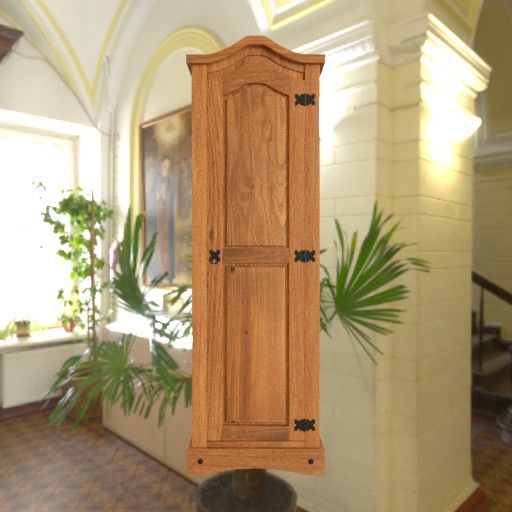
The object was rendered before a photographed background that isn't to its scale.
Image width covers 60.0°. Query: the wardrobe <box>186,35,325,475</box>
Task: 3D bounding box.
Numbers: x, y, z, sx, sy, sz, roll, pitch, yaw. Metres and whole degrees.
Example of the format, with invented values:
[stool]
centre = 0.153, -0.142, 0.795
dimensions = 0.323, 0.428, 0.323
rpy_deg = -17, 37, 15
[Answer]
[wardrobe]
centre = 0.000, 0.000, 2.167
dimensions = 0.590, 1.870, 0.570
rpy_deg = 0, 1, 0
